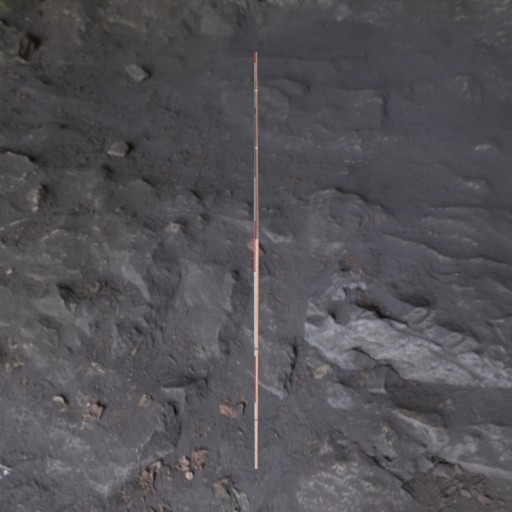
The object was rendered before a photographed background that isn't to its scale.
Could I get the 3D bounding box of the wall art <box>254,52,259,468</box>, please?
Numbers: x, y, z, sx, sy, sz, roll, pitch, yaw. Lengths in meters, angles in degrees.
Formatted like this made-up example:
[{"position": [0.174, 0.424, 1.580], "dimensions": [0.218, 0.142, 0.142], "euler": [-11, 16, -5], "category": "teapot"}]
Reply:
[{"position": [0.000, 0.000, 2.285], "dimensions": [0.013, 1.519, 1.521], "euler": [0, 43, 0], "category": "wall art"}]
